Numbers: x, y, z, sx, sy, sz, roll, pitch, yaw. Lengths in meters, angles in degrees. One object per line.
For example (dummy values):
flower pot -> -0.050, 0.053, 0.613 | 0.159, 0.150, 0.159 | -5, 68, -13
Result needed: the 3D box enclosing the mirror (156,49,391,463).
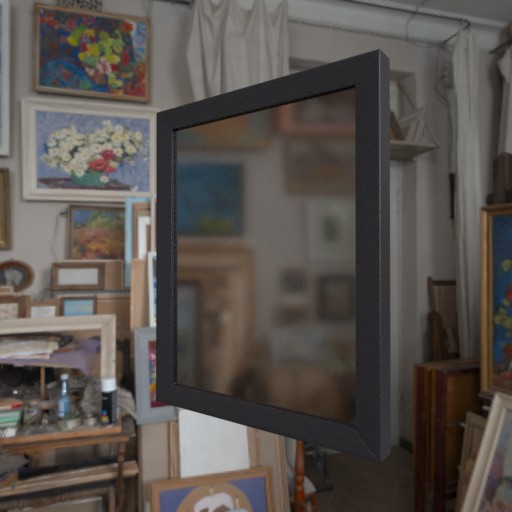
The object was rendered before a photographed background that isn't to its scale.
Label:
mirror -> 0.000, 0.000, 0.677 | 0.405, 0.508, 0.041 | 0, -1, 36
